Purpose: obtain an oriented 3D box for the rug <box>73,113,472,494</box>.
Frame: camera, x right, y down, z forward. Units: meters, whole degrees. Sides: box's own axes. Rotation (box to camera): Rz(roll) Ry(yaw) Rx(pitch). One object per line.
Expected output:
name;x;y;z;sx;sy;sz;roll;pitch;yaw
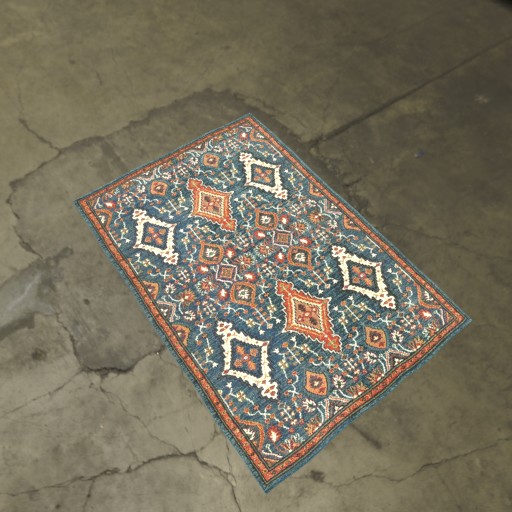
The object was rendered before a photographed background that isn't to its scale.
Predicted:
rug;0.000;0.000;2.991;1.622;0.009;2.373;-32;64;-18
